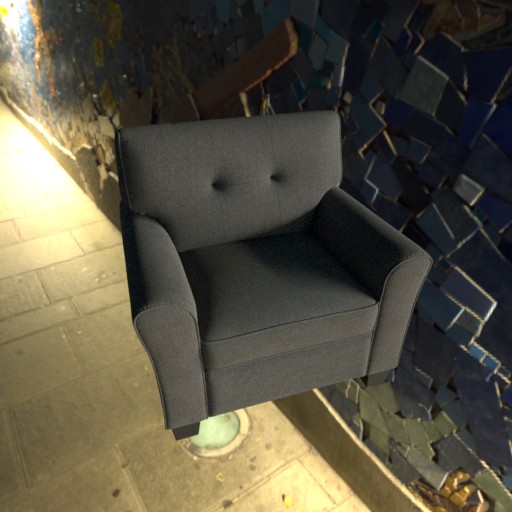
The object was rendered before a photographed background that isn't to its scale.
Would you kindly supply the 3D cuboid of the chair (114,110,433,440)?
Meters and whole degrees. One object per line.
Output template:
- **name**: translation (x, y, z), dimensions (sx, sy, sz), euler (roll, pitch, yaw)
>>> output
- **chair**: translation (0.000, 0.000, 1.653), dimensions (0.941, 0.890, 0.816), euler (-10, 33, -16)
